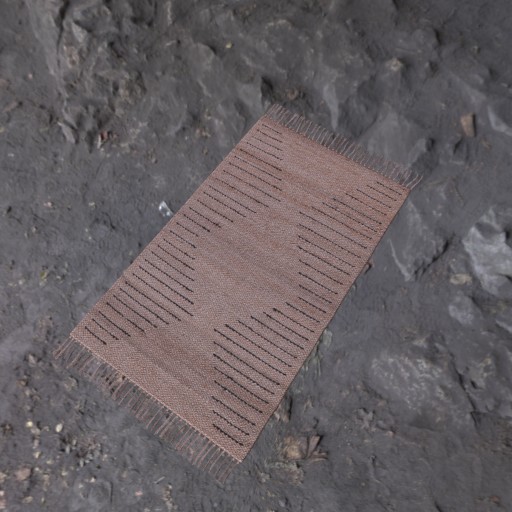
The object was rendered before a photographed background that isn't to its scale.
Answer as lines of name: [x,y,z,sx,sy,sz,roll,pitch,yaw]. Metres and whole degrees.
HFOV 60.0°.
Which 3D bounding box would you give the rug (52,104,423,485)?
rug: [0.000,0.000,2.043,0.905,0.017,1.718,31,67,15]
